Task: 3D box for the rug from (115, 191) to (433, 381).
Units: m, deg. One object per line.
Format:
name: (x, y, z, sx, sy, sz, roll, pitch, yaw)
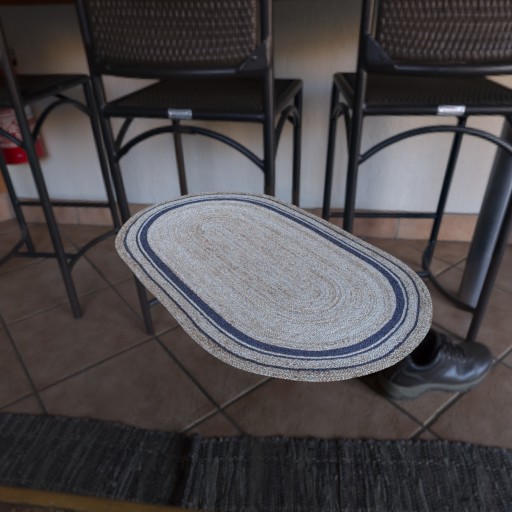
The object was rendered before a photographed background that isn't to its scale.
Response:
rug: (0.000, 0.000, 3.018, 1.520, 0.006, 2.432, -21, 37, -30)
